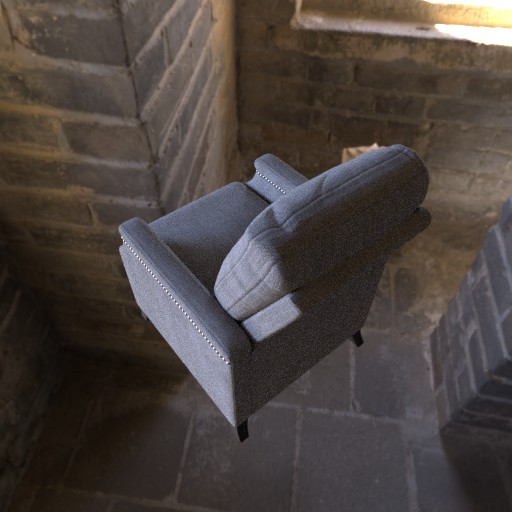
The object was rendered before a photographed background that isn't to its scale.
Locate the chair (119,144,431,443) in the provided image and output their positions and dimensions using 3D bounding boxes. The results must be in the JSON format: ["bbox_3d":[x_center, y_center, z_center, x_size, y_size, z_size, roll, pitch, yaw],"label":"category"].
[{"bbox_3d":[0.000,0.000,1.599,0.710,1.049,0.922,-31,55,-25],"label":"chair"}]
